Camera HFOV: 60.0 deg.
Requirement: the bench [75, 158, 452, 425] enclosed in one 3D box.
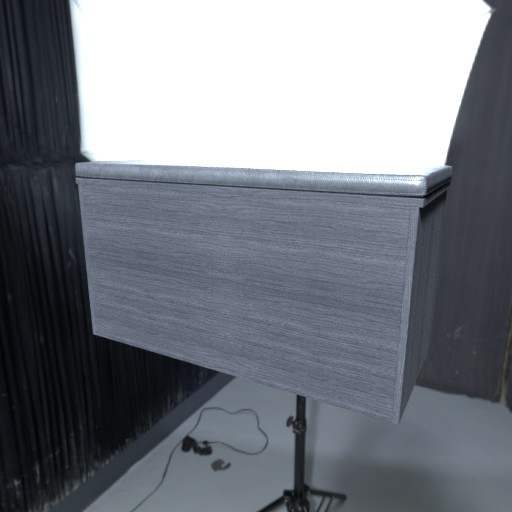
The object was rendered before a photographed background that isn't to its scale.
[{"bbox_3d":[0.000,0.000,1.212,0.905,0.501,0.401,8,17,28],"label":"bench"}]
